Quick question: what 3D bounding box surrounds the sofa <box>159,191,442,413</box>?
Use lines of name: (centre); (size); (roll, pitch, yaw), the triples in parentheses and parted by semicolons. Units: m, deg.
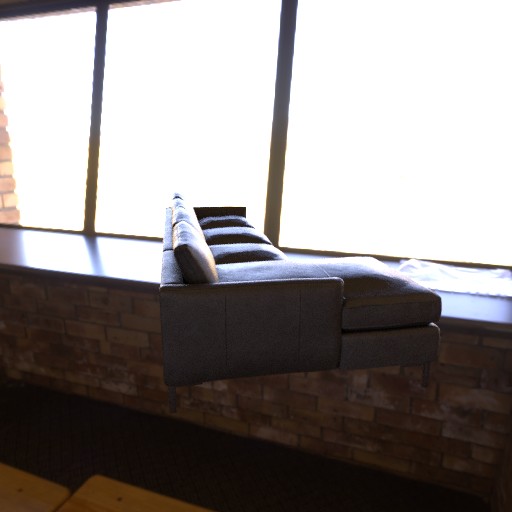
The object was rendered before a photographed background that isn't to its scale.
sofa: (0.000, 0.000, 3.614); (1.471, 0.859, 2.993); (-3, 14, -10)
